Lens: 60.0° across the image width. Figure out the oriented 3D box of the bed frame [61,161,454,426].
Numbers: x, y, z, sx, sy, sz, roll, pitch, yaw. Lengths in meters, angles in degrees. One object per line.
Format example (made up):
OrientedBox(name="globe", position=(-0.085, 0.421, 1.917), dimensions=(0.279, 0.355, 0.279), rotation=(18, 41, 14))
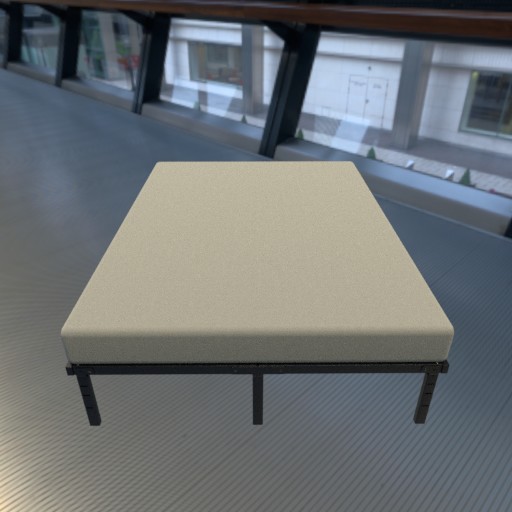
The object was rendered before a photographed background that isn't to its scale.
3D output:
OrientedBox(name="bed frame", position=(0.000, 0.000, 3.464), dimensions=(1.990, 0.680, 2.635), rotation=(0, 30, 0))
